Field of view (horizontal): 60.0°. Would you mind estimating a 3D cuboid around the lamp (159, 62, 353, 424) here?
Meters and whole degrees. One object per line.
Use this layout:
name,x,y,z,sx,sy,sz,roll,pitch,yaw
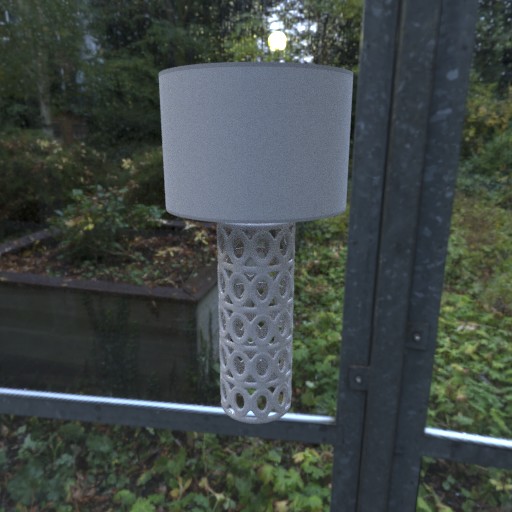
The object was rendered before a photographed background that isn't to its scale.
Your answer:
lamp,0.000,0.000,0.842,0.324,0.636,0.325,8,17,25
